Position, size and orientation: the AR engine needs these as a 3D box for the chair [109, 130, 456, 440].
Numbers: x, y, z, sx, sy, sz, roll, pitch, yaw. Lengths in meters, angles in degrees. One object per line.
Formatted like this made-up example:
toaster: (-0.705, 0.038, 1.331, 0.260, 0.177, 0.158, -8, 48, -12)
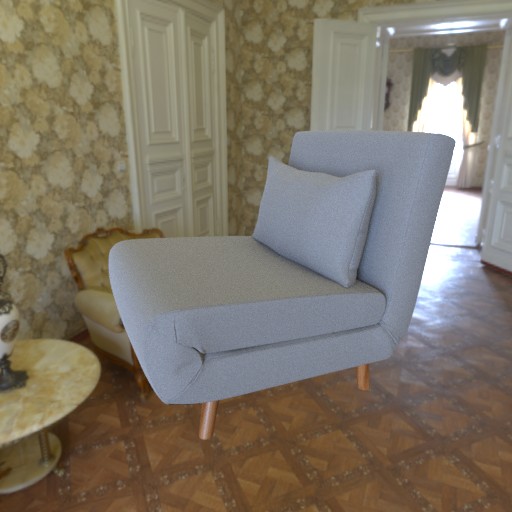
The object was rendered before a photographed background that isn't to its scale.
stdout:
chair: (0.000, 0.000, 1.479, 0.902, 0.808, 0.770, -7, 17, -23)
